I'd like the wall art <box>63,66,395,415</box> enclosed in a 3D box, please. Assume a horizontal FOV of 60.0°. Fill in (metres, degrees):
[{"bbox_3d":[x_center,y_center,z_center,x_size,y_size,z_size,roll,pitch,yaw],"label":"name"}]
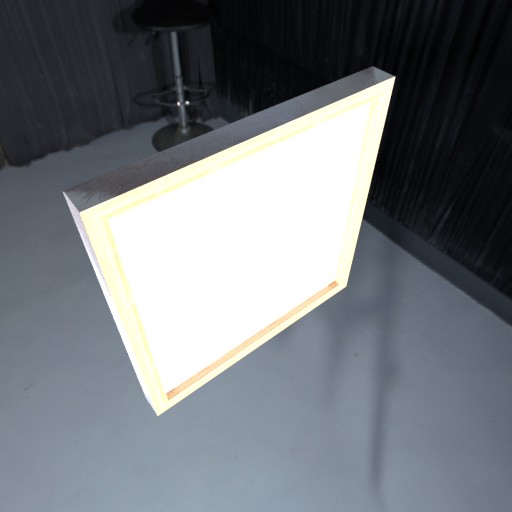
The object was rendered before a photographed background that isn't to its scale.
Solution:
[{"bbox_3d":[0.000,0.000,0.460,0.303,0.303,0.028,-30,54,-25],"label":"wall art"}]
